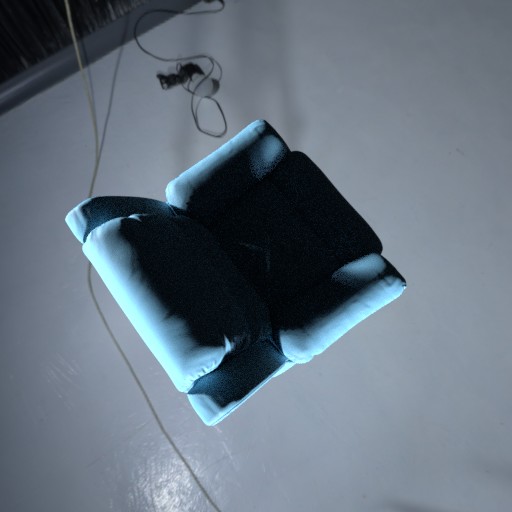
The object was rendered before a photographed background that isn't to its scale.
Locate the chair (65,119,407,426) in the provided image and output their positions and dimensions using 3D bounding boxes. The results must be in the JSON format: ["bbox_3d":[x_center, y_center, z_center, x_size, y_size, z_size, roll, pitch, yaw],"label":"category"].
[{"bbox_3d":[0.000,0.000,1.293,0.709,0.702,0.680,-36,78,-9],"label":"chair"}]
